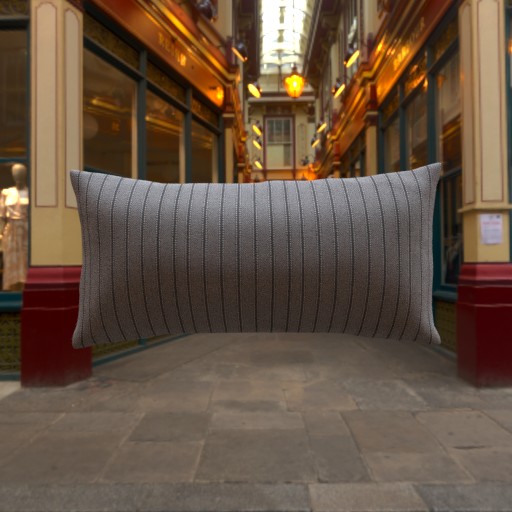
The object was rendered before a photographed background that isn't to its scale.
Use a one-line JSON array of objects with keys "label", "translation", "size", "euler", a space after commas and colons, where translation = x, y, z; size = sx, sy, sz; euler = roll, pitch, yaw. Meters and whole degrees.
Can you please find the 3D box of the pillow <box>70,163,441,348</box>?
[{"label": "pillow", "translation": [0.000, 0.000, 0.727], "size": [0.609, 0.305, 0.151], "euler": [0, 0, 0]}]
